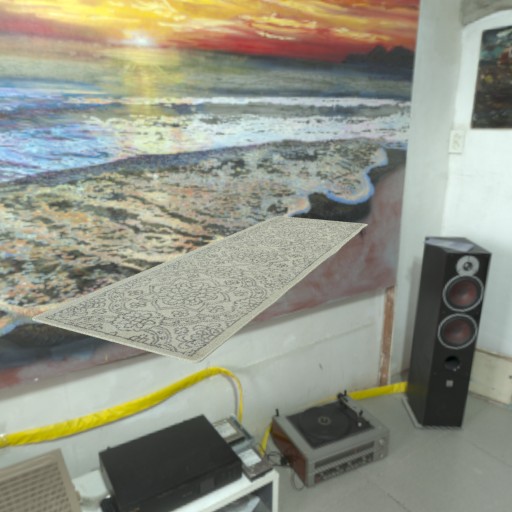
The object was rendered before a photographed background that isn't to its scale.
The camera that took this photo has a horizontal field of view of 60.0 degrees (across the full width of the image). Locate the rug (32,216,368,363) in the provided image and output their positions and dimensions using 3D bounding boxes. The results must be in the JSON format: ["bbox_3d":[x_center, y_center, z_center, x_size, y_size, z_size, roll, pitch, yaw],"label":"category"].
[{"bbox_3d":[0.000,0.000,2.632,0.806,0.006,2.431,8,18,25],"label":"rug"}]
